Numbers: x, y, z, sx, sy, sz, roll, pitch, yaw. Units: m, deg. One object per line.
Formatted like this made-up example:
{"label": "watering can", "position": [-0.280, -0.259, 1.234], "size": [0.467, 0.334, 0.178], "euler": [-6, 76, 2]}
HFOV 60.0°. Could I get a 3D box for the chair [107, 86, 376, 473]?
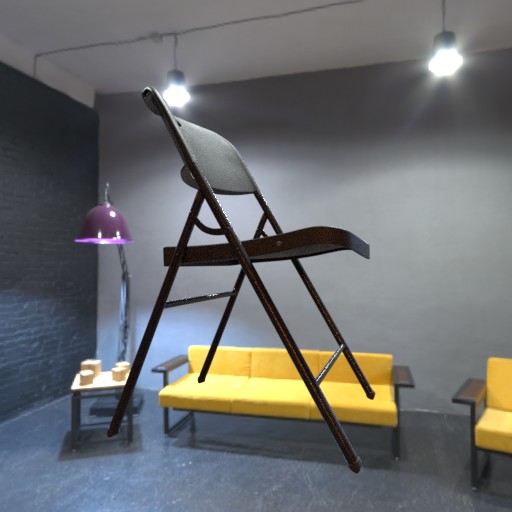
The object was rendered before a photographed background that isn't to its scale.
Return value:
{"label": "chair", "position": [0.000, 0.000, 1.138], "size": [0.566, 0.810, 0.494], "euler": [0, -1, 18]}
